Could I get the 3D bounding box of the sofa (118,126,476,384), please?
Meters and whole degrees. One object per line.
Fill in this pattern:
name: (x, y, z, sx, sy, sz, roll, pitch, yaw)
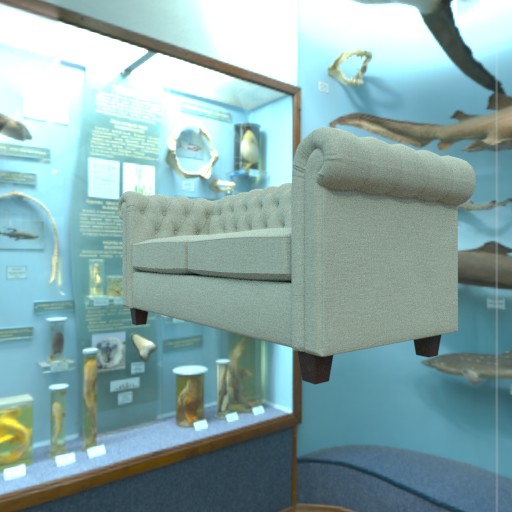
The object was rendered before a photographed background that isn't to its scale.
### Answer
sofa: (0.000, 0.000, 2.184, 0.783, 0.797, 1.798, 0, 0, -36)
